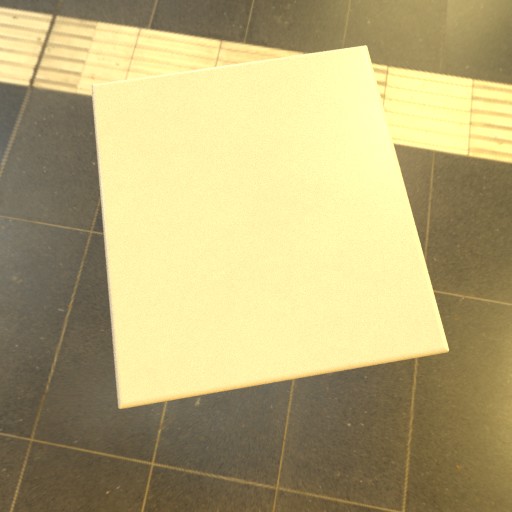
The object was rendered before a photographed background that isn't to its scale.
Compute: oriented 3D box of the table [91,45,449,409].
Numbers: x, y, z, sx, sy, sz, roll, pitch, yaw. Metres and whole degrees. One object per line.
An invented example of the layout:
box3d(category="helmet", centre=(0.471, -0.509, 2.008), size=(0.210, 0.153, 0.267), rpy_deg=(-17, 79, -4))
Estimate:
box3d(category="table", centre=(0.000, 0.000, 0.911), size=(0.442, 0.565, 0.488), rpy_deg=(-9, 76, -2))
